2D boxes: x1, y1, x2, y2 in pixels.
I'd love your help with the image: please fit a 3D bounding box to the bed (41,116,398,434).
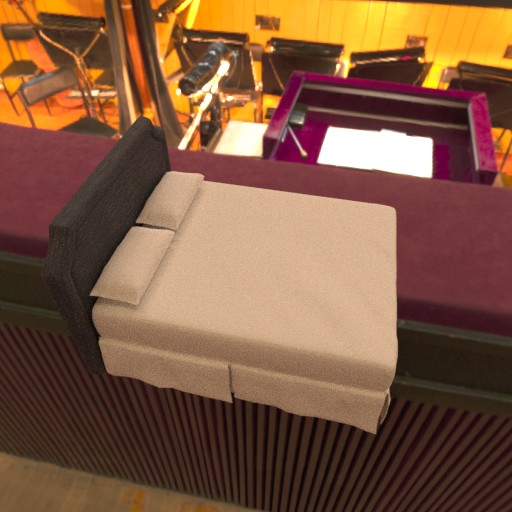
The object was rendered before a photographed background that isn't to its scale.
[{"bbox_3d":[0.000,0.000,3.189,2.116,1.290,1.693,9,46,9],"label":"bed"}]
